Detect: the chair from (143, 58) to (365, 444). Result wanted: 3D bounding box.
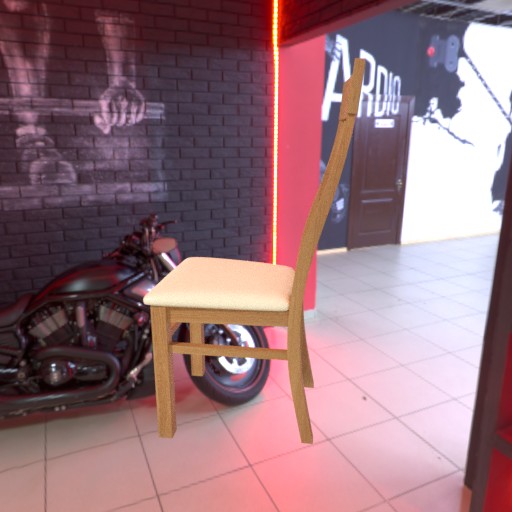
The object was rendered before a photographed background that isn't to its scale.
[{"bbox_3d":[0.000,0.000,1.373,0.580,1.050,0.450,2,15,7],"label":"chair"}]
